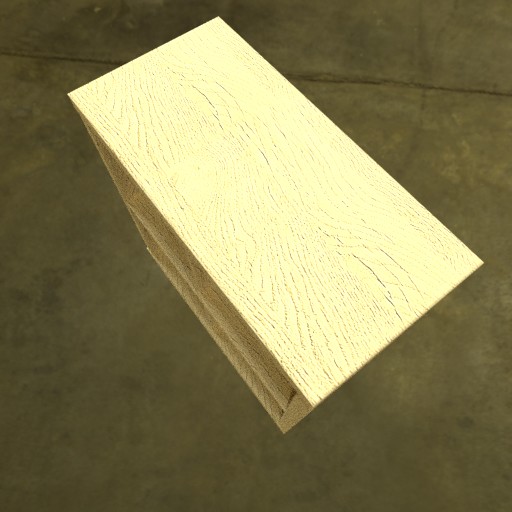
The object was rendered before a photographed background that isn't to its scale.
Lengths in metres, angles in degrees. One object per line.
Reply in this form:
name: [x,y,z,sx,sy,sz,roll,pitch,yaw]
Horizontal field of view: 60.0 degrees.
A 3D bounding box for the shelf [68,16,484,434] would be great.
shelf: [0.000,0.000,1.207,0.390,0.786,0.790,-35,70,-15]
